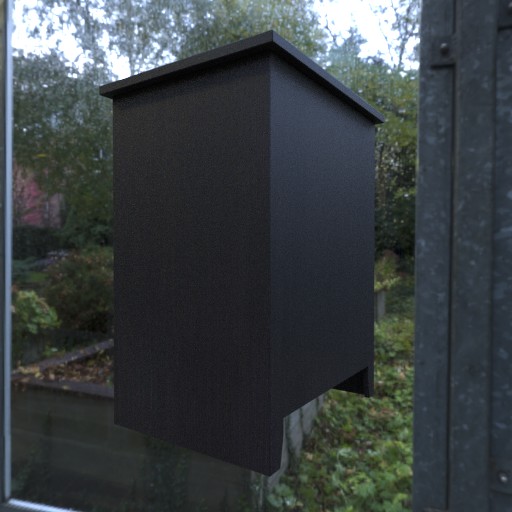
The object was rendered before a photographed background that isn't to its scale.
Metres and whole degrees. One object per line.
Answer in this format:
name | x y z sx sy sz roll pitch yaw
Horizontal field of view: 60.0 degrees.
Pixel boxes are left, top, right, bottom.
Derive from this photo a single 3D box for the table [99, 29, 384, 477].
table | 0.000 0.000 0.921 0.381 0.635 0.480 1 1 34
